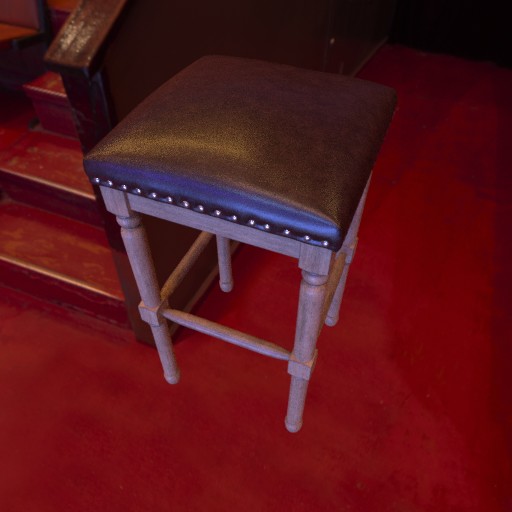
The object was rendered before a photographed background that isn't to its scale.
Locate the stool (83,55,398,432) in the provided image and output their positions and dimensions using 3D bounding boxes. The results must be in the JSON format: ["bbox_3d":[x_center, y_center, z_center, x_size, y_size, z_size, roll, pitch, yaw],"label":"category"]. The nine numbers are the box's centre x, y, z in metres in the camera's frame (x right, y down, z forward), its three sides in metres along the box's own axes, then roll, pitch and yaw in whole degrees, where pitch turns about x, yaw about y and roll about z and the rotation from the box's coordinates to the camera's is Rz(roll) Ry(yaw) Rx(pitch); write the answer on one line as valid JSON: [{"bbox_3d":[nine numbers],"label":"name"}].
[{"bbox_3d":[0.000,0.000,0.909,0.382,0.702,0.383,17,49,15],"label":"stool"}]
